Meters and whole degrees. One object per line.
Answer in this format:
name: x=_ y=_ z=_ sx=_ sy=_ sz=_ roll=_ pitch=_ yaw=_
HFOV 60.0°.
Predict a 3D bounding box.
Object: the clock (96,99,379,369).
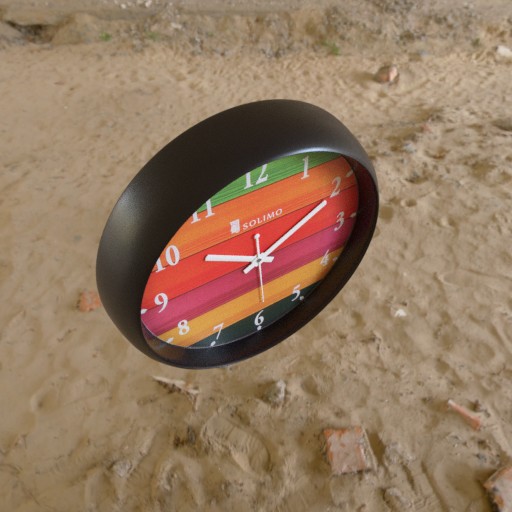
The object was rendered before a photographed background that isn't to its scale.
clock: x=0.000 y=0.000 z=0.443 sx=0.300 sy=0.300 sz=0.060 roll=-24 pitch=51 yaw=-21
